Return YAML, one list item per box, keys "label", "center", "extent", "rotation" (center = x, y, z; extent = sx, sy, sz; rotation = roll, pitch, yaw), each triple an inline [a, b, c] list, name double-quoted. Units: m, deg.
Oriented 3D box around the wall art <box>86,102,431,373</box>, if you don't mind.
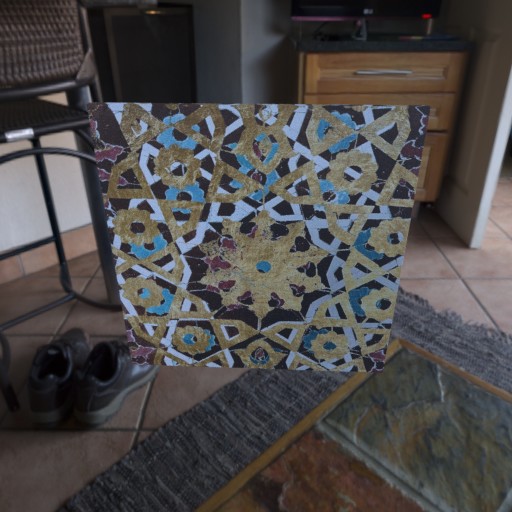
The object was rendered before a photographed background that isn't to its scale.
- label: "wall art"
  center: [0.000, 0.000, 0.620]
  extent: [0.404, 0.406, 0.010]
  rotation: [1, 29, 2]
